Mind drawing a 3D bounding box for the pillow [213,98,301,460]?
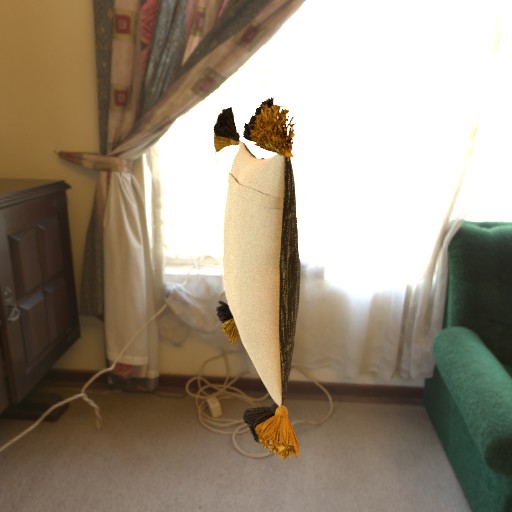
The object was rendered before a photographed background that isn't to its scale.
[{"bbox_3d":[0.000,0.000,0.994,0.139,0.659,0.654,-3,16,-11],"label":"pillow"}]
